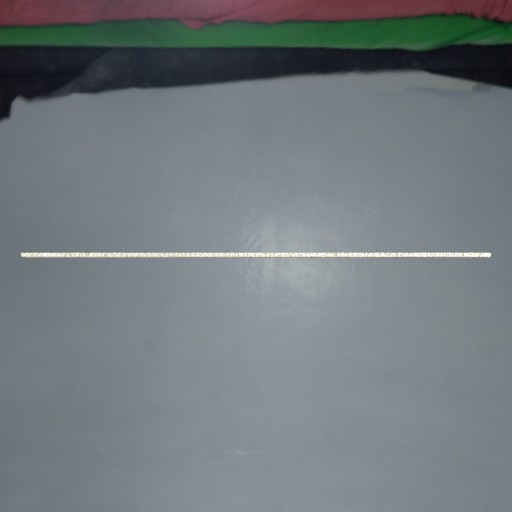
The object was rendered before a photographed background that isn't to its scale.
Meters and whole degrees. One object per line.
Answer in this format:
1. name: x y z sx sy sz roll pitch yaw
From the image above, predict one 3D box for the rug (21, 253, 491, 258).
1. rug: 0.000 0.000 3.395 2.698 0.025 1.798 0 0 0
